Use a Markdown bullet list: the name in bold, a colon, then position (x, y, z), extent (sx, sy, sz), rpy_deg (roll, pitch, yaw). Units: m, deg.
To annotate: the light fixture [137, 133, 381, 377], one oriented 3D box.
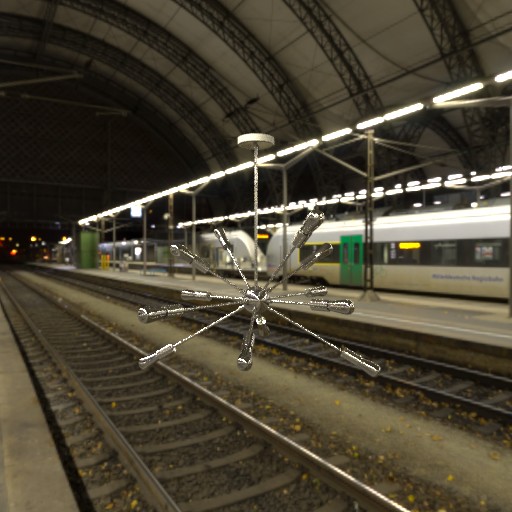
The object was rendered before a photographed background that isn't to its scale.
- **light fixture**: position (0.000, 0.000, 1.054), extent (0.509, 0.558, 0.684), rpy_deg (0, 0, 37)
